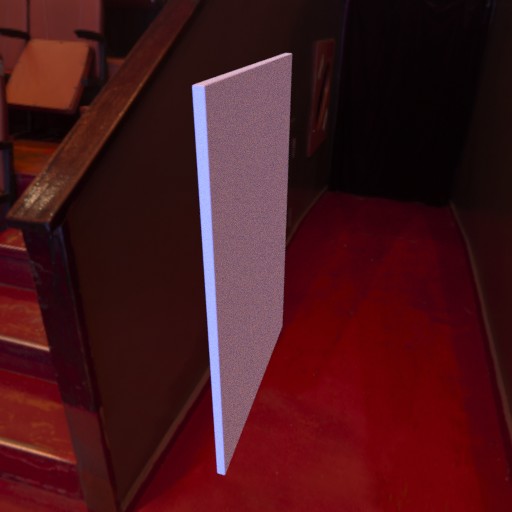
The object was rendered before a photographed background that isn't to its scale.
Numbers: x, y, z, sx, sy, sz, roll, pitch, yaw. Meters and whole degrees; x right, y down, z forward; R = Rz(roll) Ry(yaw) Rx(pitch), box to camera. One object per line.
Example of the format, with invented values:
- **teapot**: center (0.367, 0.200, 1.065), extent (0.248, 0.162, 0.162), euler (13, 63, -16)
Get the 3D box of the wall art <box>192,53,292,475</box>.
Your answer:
- **wall art**: center (0.000, 0.000, 0.605), extent (0.011, 0.482, 0.329), euler (8, 30, 14)
